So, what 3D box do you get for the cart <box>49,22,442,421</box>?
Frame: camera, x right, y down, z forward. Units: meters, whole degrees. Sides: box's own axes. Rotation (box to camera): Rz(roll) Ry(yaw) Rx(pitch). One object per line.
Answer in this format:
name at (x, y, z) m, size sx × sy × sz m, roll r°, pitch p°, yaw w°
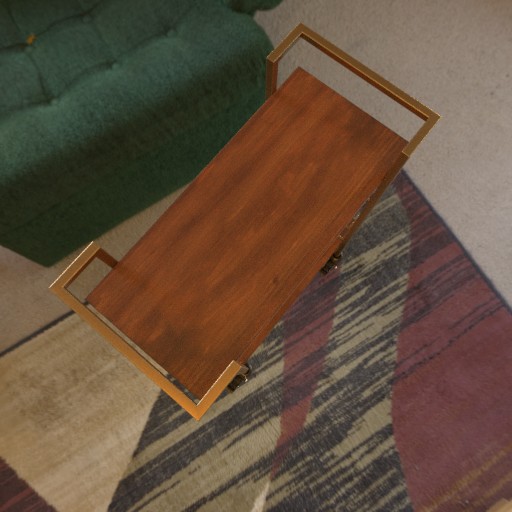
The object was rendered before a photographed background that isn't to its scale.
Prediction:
cart at (0.000, 0.000, 1.167) m, size 0.364 × 0.807 × 0.695 m, roll 38°, pitch 79°, yaw 9°
